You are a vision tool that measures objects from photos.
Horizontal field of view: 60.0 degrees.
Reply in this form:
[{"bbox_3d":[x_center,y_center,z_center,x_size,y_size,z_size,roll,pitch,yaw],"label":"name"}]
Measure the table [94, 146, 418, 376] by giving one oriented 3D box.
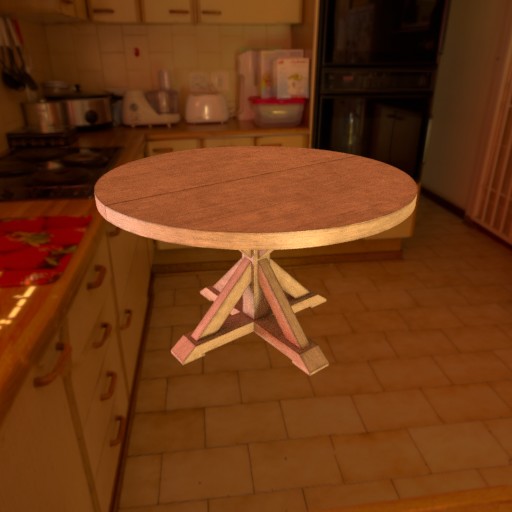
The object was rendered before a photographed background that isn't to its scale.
[{"bbox_3d":[0.000,0.000,2.125,1.363,0.781,1.363,0,25,0],"label":"table"}]
